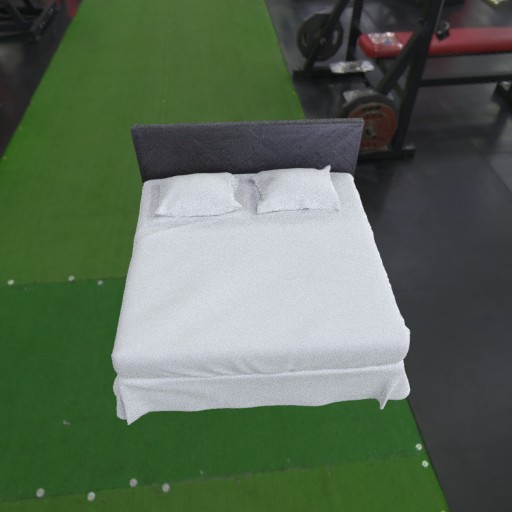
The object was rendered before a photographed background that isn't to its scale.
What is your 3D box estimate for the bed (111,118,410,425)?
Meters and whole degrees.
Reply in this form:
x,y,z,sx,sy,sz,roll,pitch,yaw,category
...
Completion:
x,y,z,sx,sy,sz,roll,pitch,yaw,category
0.000,0.000,3.532,2.255,1.158,2.165,-3,46,-2,bed
